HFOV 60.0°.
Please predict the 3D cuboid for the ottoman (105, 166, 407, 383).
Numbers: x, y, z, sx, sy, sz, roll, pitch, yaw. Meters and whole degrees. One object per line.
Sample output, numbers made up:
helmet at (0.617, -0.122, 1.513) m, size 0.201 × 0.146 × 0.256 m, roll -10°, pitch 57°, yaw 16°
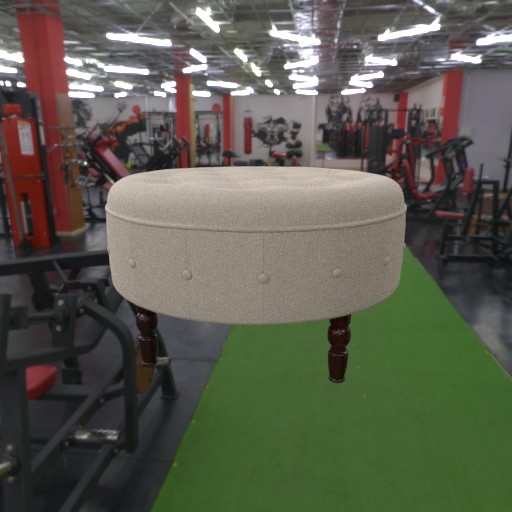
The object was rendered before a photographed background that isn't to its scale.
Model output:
ottoman at (0.000, 0.000, 1.354) m, size 0.848 × 0.494 × 0.848 m, roll 0°, pitch 15°, yaw 0°
